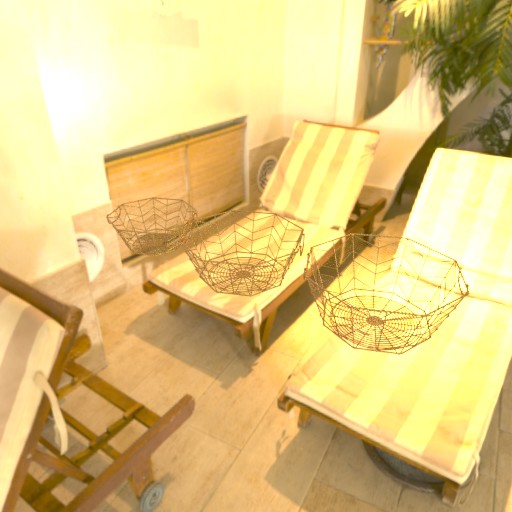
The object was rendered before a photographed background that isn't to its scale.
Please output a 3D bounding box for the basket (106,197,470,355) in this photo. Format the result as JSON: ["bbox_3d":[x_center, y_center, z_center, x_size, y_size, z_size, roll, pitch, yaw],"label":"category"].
[{"bbox_3d":[0.000,0.000,1.418,1.245,0.178,0.432,18,33,29],"label":"basket"}]
